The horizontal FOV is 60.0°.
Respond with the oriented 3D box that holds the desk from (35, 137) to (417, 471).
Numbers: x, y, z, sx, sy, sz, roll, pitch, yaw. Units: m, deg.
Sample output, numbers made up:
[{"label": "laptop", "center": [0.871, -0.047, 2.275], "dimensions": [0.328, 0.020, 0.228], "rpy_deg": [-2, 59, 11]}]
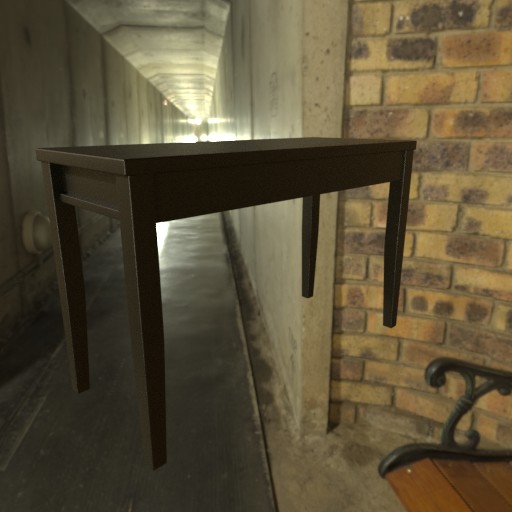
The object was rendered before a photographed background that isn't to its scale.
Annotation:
[{"label": "desk", "center": [0.000, 0.000, 1.576], "dimensions": [1.220, 0.775, 0.508], "rpy_deg": [-16, 23, -41]}]
